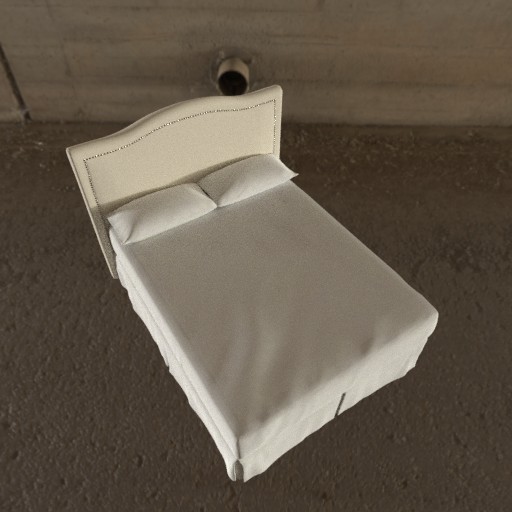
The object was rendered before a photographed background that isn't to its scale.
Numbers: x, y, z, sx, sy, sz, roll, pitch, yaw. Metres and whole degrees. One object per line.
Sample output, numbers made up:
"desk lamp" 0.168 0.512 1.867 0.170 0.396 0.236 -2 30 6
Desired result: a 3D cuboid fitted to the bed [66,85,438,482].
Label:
"bed" 0.000 0.000 3.193 1.753 1.460 2.143 -25 52 -22
